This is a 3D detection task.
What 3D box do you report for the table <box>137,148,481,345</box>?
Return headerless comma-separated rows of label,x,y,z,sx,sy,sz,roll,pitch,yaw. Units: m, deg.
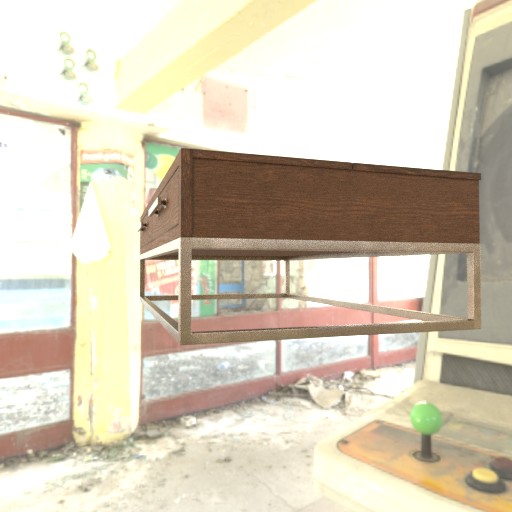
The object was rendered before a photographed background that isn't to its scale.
table,0.000,0.000,1.468,0.719,0.361,1.167,1,-2,-18
